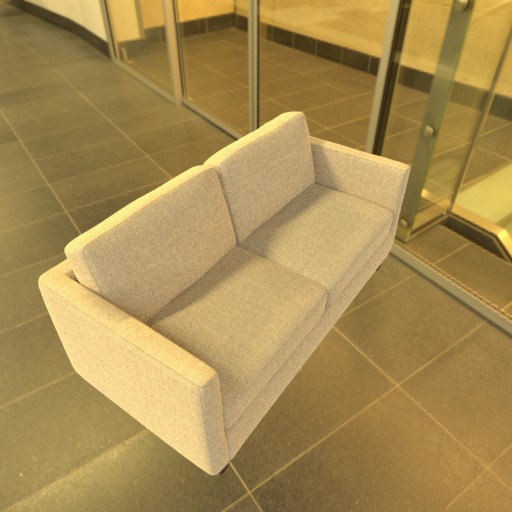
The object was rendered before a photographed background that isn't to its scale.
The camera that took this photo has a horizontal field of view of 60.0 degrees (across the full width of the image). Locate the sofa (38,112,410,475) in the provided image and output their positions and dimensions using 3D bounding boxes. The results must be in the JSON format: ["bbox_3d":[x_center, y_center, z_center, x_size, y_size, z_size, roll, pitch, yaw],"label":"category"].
[{"bbox_3d":[0.000,0.000,2.380,0.950,0.963,1.884,25,46,27],"label":"sofa"}]
